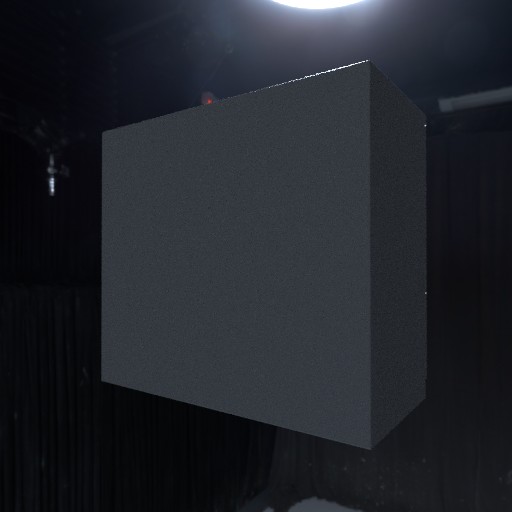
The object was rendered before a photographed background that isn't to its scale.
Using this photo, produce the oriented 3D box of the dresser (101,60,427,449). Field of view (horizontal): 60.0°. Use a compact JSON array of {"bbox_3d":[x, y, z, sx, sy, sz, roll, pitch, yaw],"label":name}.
[{"bbox_3d":[0.000,0.000,1.251,0.830,0.740,0.420,0,-1,35],"label":"dresser"}]
